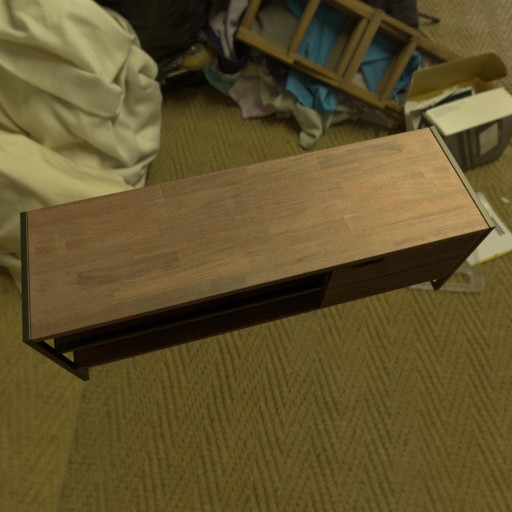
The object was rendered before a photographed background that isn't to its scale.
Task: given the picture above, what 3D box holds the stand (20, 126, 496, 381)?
[{"bbox_3d":[0.000,0.000,1.661,1.480,0.506,0.454,-13,63,-7],"label":"stand"}]
